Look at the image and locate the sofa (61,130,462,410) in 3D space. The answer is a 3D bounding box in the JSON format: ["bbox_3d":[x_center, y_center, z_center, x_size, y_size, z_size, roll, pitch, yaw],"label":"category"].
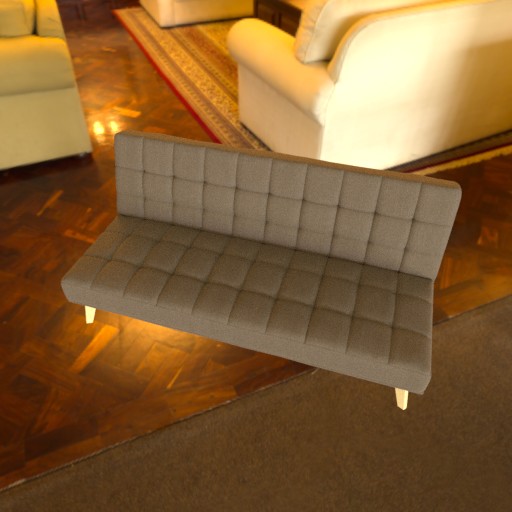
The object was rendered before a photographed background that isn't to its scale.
[{"bbox_3d":[0.000,0.000,2.265,1.800,0.810,0.860,12,44,13],"label":"sofa"}]
